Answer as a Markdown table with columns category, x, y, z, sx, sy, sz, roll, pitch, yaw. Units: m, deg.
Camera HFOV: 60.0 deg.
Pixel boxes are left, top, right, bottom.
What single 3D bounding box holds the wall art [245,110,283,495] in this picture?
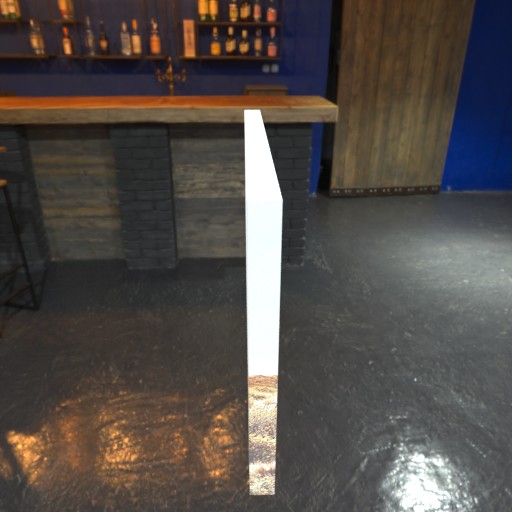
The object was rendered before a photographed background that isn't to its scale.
| category | x | y | z | sx | sy | sz | roll | pitch | yaw |
| --- | --- | --- | --- | --- | --- | --- | --- | --- | --- |
| wall art | 0.000 | 0.000 | 1.157 | 0.050 | 0.610 | 0.914 | -1 | 26 | -1 |
